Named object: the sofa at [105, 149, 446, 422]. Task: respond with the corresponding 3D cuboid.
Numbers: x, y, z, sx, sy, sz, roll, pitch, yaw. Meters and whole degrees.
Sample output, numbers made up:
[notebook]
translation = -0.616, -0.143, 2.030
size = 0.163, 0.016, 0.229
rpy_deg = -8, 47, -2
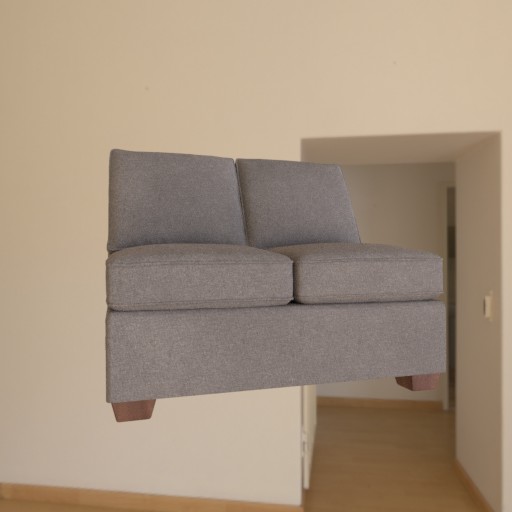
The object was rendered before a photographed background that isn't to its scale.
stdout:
[sofa]
translation = 0.000, 0.000, 1.919
size = 1.237, 1.008, 0.951
rpy_deg = 0, 0, -17
